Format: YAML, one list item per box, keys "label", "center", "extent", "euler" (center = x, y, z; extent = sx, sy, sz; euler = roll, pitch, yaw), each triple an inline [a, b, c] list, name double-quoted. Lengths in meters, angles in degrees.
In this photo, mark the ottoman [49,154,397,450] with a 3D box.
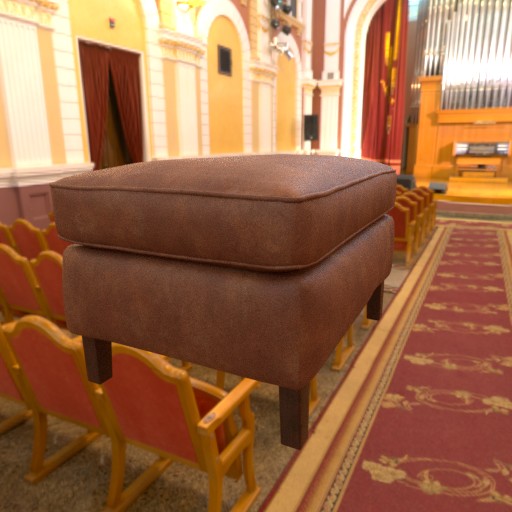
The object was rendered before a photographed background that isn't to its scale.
- label: "ottoman"
  center: [0.000, 0.000, 0.957]
  extent: [0.501, 0.418, 0.665]
  euler: [7, 16, 26]
